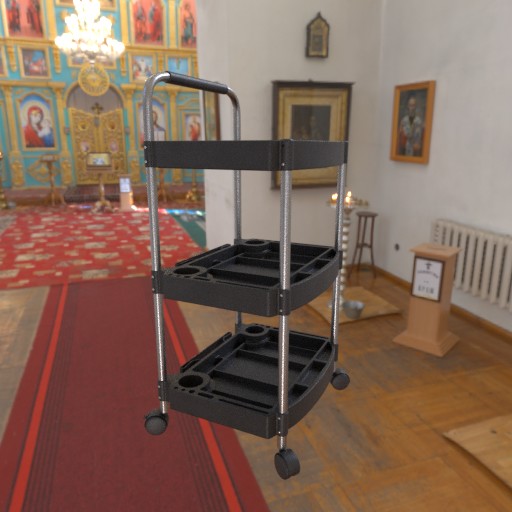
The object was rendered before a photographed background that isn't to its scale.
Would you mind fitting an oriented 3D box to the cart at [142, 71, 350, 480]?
[{"bbox_3d":[0.000,0.000,1.399,0.518,1.075,0.584,7,15,26],"label":"cart"}]
